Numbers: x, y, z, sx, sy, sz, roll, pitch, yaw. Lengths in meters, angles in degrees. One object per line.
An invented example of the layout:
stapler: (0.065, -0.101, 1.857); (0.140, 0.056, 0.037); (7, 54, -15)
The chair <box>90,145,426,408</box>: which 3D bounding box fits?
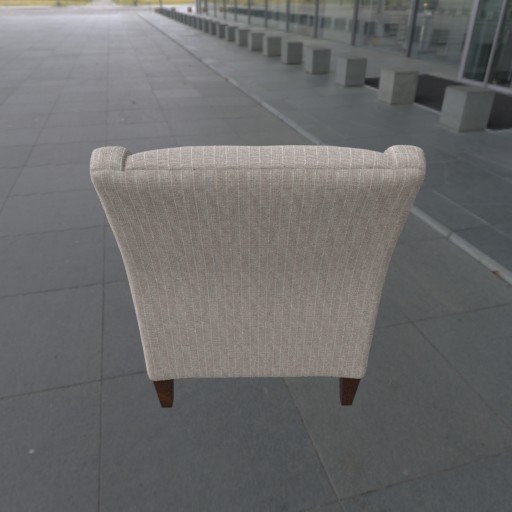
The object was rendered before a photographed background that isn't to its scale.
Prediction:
chair: (0.000, 0.000, 1.578); (0.774, 1.014, 0.870); (0, 31, -1)
